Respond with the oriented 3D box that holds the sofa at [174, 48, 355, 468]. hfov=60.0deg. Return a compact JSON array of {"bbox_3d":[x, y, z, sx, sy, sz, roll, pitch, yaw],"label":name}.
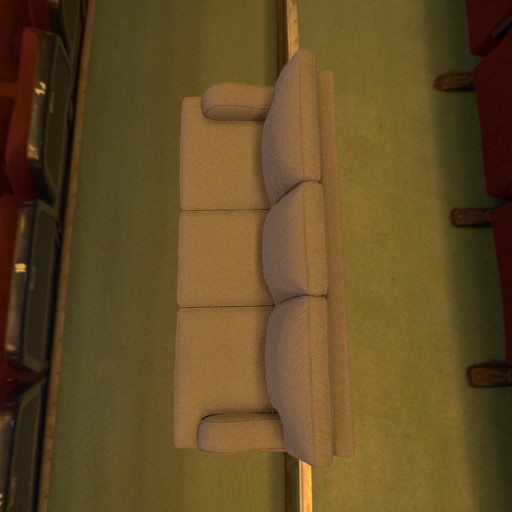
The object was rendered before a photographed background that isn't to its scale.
[{"bbox_3d":[0.000,0.000,2.823,1.016,0.991,2.323,-1,78,0],"label":"sofa"}]
